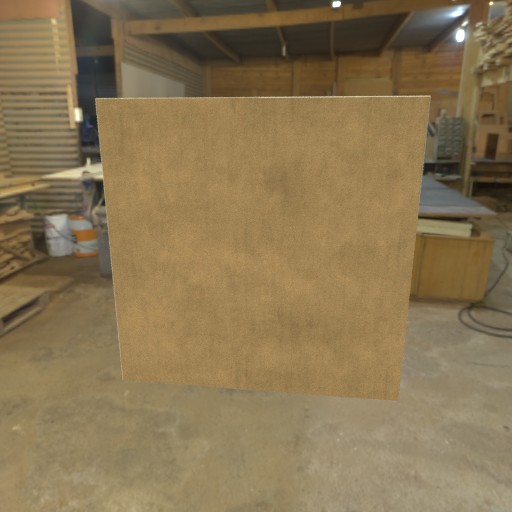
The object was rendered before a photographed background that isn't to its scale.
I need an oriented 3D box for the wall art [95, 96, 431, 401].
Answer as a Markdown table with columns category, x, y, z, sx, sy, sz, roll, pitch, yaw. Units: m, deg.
| category | x | y | z | sx | sy | sz | roll | pitch | yaw |
| --- | --- | --- | --- | --- | --- | --- | --- | --- | --- |
| wall art | 0.000 | 0.000 | 0.673 | 0.455 | 0.453 | 0.023 | 2 | 17 | 7 |
